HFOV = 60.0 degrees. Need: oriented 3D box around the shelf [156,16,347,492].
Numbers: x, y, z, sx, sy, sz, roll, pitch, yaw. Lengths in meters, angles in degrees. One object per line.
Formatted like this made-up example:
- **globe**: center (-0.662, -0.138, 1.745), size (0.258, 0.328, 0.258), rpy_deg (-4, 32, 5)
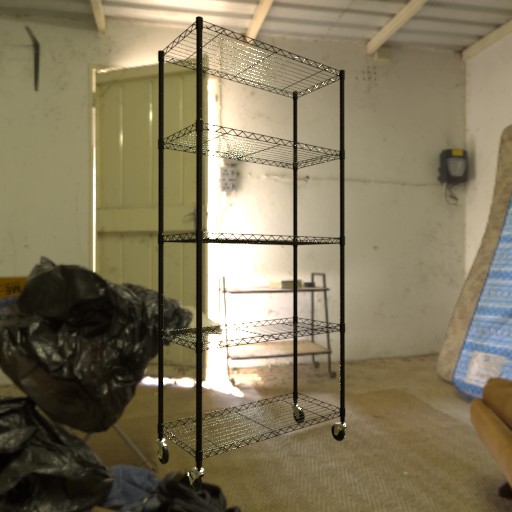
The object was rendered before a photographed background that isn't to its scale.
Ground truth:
- **shelf**: center (0.000, 0.000, 1.870), size (0.762, 1.645, 0.356), rpy_deg (0, 0, -37)
